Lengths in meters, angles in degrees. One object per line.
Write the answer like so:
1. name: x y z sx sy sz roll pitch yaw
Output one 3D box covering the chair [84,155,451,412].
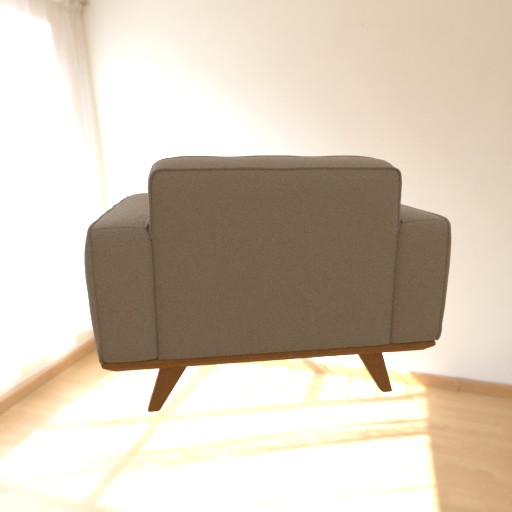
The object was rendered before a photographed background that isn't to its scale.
1. chair: 0.000 0.000 1.743 1.115 0.779 0.953 -2 14 -8
